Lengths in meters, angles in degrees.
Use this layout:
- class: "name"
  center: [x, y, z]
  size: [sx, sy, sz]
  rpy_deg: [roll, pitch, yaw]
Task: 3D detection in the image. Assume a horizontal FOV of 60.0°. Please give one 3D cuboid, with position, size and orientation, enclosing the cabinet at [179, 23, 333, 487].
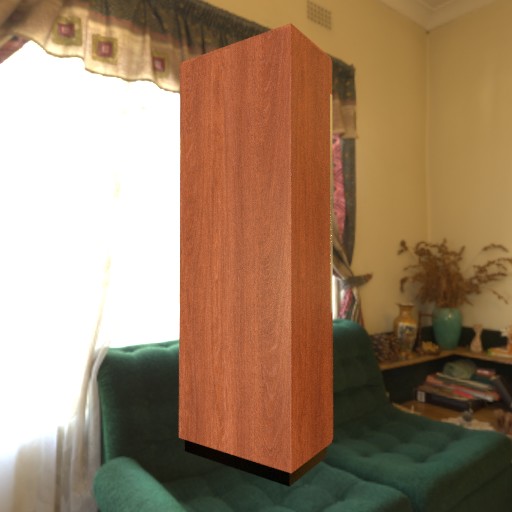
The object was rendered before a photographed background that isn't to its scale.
- class: "cabinet"
  center: [0.000, 0.000, 2.241]
  size: [0.660, 1.980, 0.420]
  rpy_deg: [-1, -1, 35]
